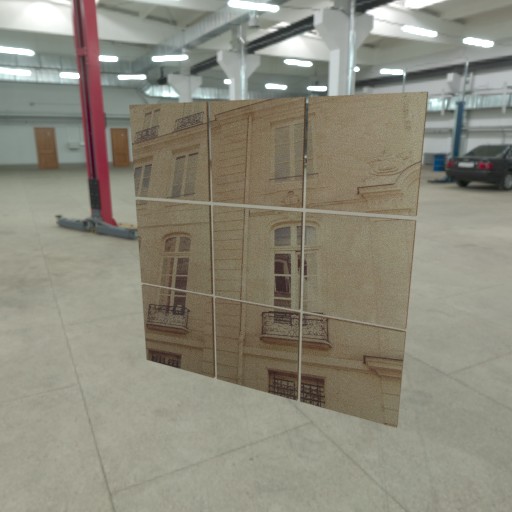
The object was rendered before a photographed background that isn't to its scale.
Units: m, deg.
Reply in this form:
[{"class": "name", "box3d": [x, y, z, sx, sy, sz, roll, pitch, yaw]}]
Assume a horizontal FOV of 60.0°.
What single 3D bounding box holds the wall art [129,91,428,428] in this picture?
[{"class": "wall art", "box3d": [0.000, 0.000, 1.366, 0.915, 0.913, 0.018, 7, 16, 26]}]
